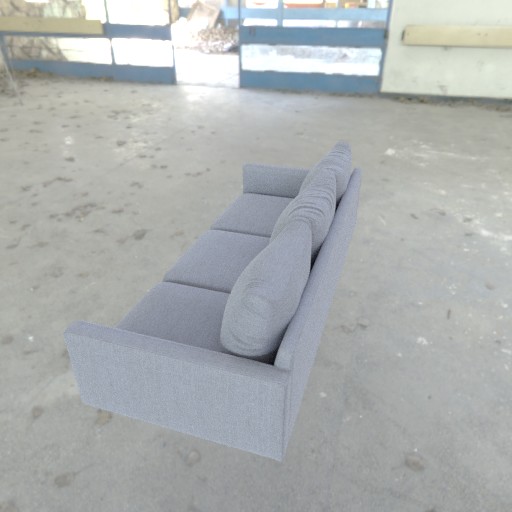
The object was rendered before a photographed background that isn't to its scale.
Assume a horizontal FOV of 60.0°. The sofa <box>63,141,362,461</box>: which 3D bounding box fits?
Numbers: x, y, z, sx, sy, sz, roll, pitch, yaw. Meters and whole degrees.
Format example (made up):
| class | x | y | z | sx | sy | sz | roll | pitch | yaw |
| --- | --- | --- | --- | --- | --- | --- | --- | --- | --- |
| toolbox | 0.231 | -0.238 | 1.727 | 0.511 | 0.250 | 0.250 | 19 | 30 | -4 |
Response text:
| class | x | y | z | sx | sy | sz | roll | pitch | yaw |
| --- | --- | --- | --- | --- | --- | --- | --- | --- | --- |
| sofa | 0.000 | 0.000 | 2.365 | 0.850 | 0.830 | 2.000 | 9 | 31 | 16 |
